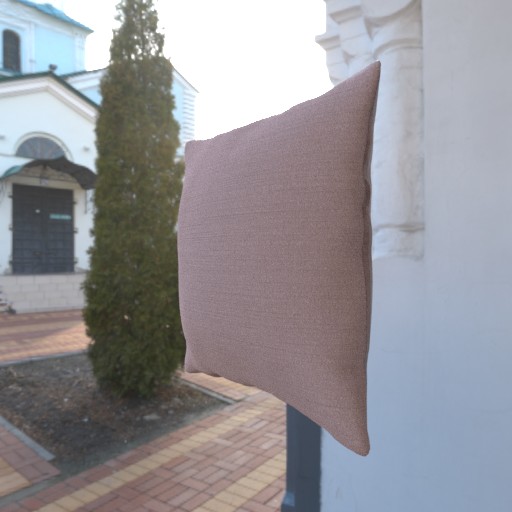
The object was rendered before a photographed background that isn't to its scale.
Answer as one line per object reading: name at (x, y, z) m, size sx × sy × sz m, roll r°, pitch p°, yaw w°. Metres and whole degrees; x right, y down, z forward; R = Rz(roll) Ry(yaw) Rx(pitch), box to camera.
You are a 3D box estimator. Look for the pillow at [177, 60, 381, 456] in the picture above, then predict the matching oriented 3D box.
pillow at (0.000, 0.000, 0.703) m, size 0.175 × 0.464 × 0.470 m, roll 0°, pitch 0°, yaw -37°
